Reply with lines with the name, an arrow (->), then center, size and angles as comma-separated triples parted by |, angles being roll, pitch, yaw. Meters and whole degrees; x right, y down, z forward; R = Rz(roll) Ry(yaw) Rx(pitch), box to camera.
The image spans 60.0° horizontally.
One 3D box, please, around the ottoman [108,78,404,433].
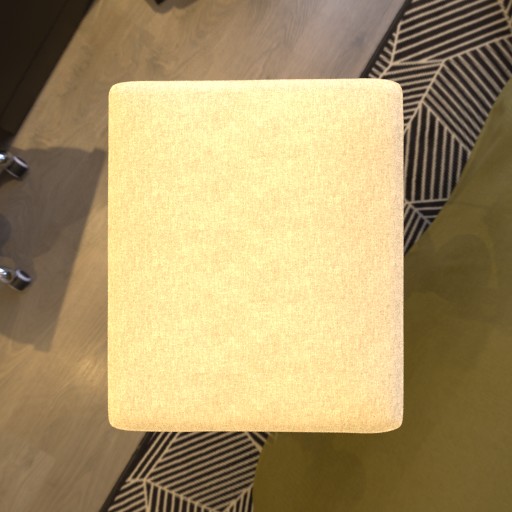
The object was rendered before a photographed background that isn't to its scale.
ottoman -> 0.000, 0.000, 1.196 | 0.693, 0.474, 0.821 | 0, 90, 1
